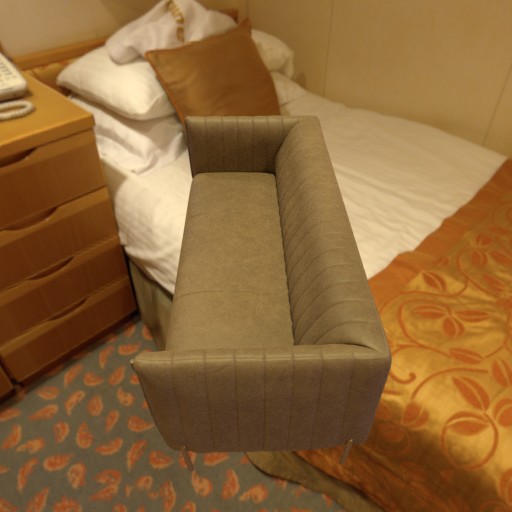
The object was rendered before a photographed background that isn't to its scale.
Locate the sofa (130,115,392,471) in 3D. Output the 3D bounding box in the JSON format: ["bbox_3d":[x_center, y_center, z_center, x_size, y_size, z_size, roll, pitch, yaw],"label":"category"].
[{"bbox_3d":[0.000,0.000,2.400,0.876,0.779,1.980,-1,41,-1],"label":"sofa"}]
